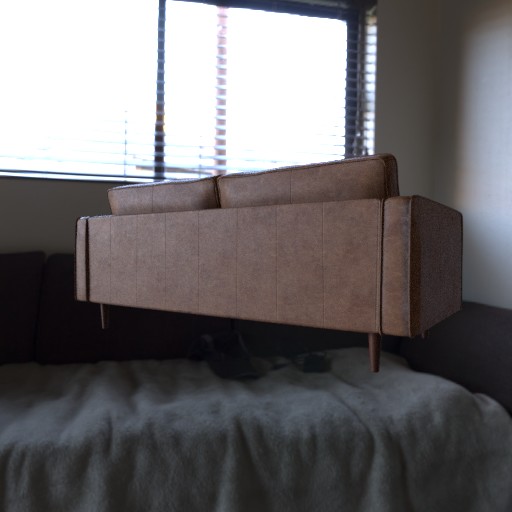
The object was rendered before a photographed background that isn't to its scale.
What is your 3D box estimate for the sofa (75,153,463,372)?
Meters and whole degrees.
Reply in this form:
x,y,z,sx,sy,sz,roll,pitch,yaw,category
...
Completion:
x,y,z,sx,sy,sz,roll,pitch,yaw,category
0.000,0.000,2.369,1.920,0.825,0.924,1,1,34,sofa
